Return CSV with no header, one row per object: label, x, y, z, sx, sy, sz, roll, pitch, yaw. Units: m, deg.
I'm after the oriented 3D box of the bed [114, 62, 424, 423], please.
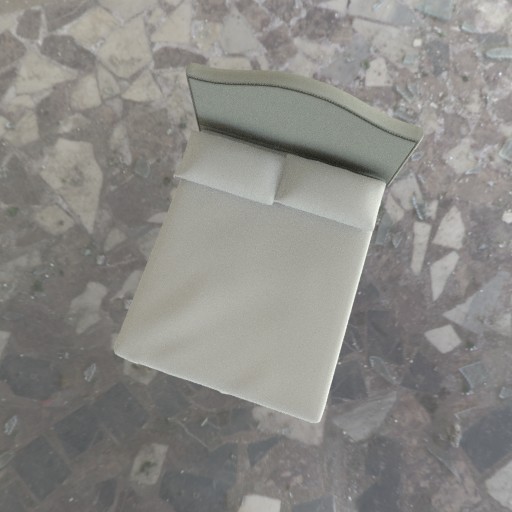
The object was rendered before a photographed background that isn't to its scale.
bed,0.000,0.000,3.443,1.813,1.607,2.180,18,76,4
